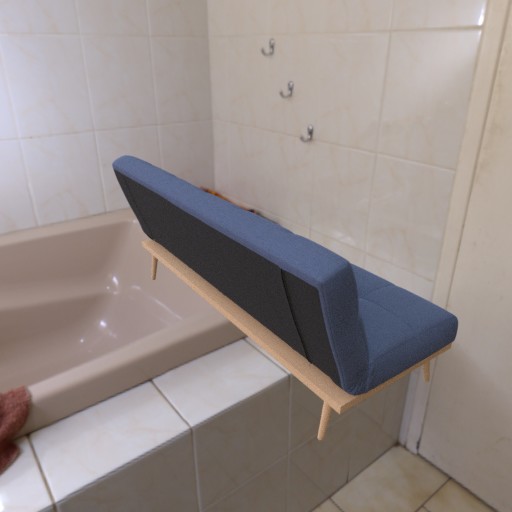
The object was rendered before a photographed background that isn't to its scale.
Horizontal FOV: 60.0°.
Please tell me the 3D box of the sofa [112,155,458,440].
[{"bbox_3d":[0.000,0.000,2.242,0.796,0.800,1.800,-17,30,-31],"label":"sofa"}]
